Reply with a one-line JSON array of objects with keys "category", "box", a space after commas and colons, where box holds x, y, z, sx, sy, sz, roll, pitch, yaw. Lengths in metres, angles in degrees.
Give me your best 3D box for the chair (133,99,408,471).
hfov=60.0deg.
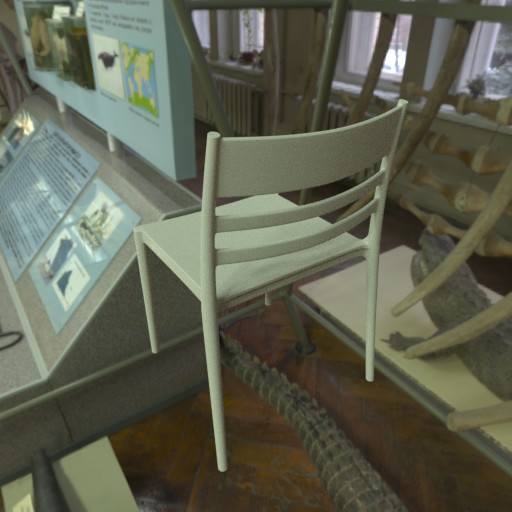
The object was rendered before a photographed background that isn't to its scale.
[{"category": "chair", "box": [0.000, 0.000, 1.157, 0.531, 0.800, 0.511, -19, 35, -29]}]
